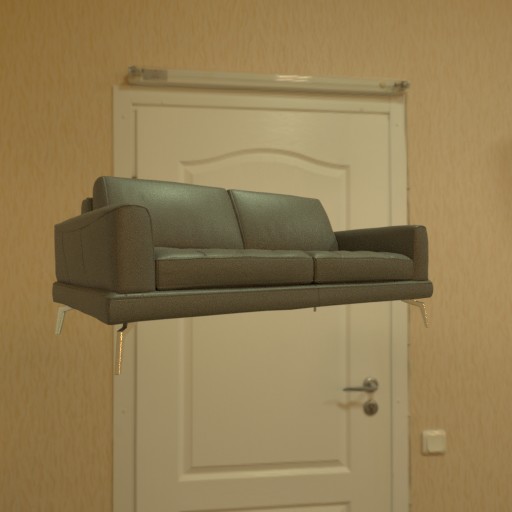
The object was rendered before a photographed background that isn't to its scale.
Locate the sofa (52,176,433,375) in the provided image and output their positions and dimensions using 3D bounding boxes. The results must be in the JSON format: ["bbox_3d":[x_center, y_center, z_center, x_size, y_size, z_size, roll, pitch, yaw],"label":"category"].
[{"bbox_3d":[0.000,0.000,2.748,2.177,0.930,1.121,0,-1,-35],"label":"sofa"}]
